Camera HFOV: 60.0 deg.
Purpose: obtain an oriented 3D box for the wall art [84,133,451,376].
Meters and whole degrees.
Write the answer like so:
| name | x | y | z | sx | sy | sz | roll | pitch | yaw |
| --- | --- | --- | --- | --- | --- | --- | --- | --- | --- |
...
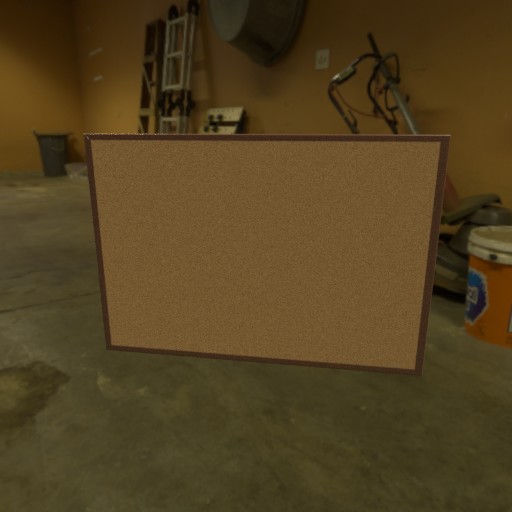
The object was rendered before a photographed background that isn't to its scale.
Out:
| name | x | y | z | sx | sy | sz | roll | pitch | yaw |
| --- | --- | --- | --- | --- | --- | --- | --- | --- | --- |
| wall art | 0.000 | 0.000 | 0.859 | 0.660 | 0.455 | 0.014 | 3 | 17 | 9 |
